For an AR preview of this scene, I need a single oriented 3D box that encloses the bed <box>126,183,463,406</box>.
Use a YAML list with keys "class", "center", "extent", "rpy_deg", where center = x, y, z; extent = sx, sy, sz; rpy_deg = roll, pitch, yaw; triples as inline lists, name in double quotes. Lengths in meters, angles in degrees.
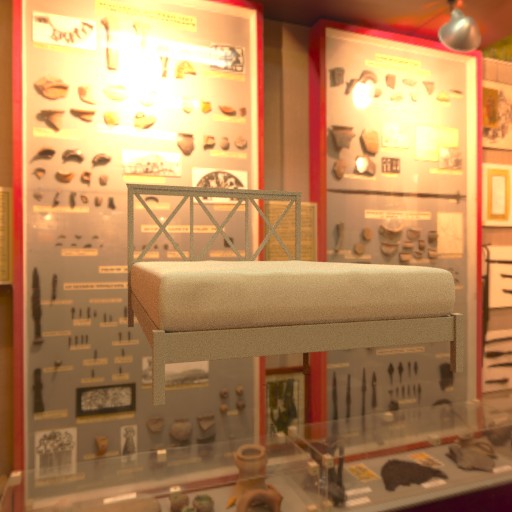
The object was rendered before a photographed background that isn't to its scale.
- class: "bed"
  center: [0.000, 0.000, 3.141]
  extent: [1.673, 1.253, 2.135]
  rpy_deg: [0, 0, -19]
